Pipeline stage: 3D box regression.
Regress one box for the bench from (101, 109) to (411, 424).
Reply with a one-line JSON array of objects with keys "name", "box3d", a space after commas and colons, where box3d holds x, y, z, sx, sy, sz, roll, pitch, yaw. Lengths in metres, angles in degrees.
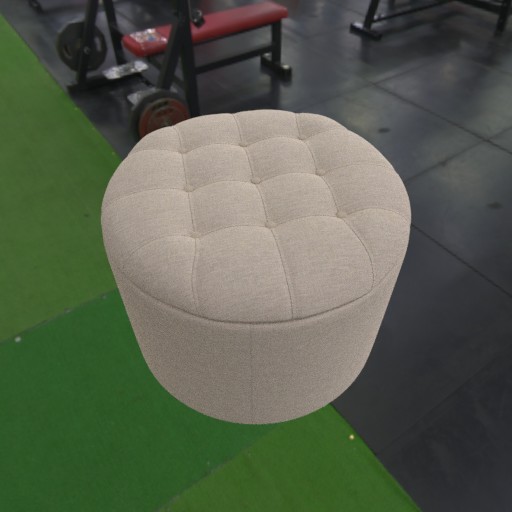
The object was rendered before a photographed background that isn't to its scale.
[{"name": "bench", "box3d": [0.000, 0.000, 0.993, 0.600, 0.454, 0.600, 0, 47, 0]}]
